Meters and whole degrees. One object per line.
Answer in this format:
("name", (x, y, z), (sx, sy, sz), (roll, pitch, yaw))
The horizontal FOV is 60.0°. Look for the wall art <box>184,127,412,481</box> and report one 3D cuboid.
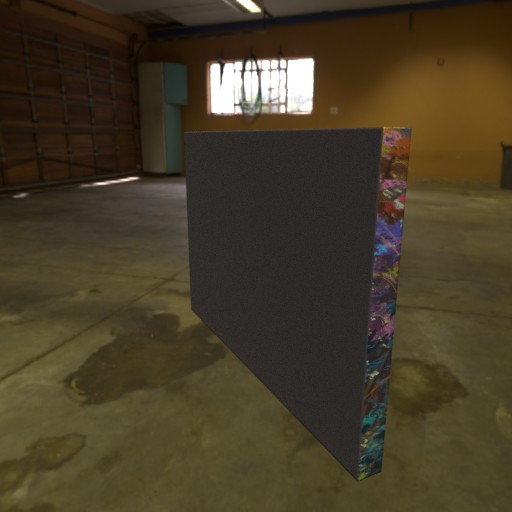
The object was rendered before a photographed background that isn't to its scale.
("wall art", (0.000, 0.000, 0.746), (0.037, 0.406, 0.610), (-8, 17, -26))
